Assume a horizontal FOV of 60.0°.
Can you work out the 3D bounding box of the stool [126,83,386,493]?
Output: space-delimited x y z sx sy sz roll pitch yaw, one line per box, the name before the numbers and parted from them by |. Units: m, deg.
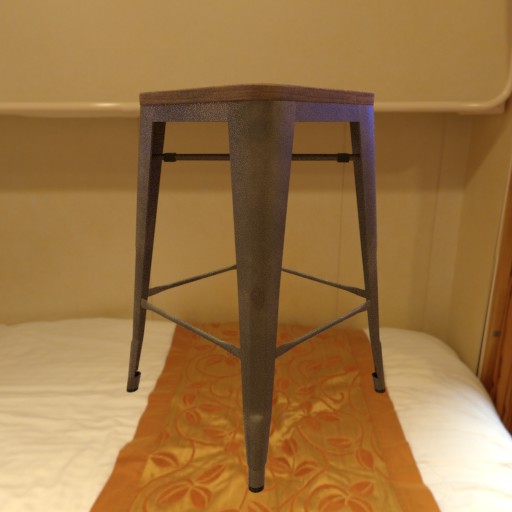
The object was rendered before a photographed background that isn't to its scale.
stool | 0.000 0.000 0.878 0.407 0.607 0.407 -16 23 -43
